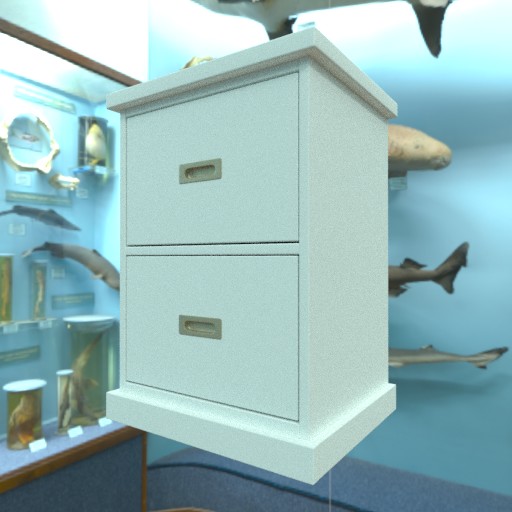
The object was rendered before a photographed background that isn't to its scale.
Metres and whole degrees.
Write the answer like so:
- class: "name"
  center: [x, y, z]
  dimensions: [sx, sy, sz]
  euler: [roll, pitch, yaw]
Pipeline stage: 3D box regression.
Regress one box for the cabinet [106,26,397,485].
- class: "cabinet"
  center: [0.000, 0.000, 1.019]
  dimensions: [0.520, 0.723, 0.431]
  euler: [0, 0, 35]
